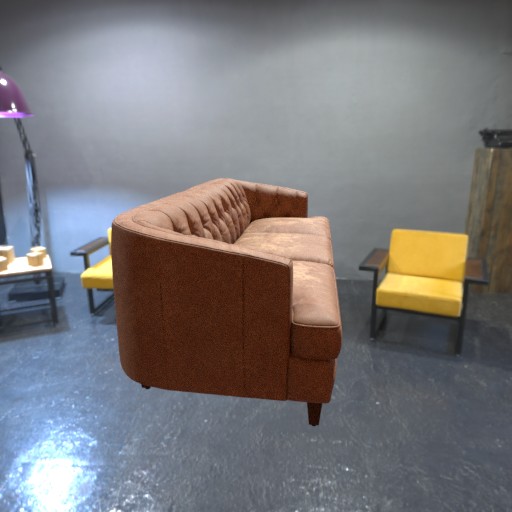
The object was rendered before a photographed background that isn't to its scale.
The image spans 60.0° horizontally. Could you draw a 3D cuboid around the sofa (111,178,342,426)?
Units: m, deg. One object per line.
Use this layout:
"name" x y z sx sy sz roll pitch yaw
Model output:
"sofa" 0.000 0.000 2.669 0.922 0.791 2.257 2 15 8
